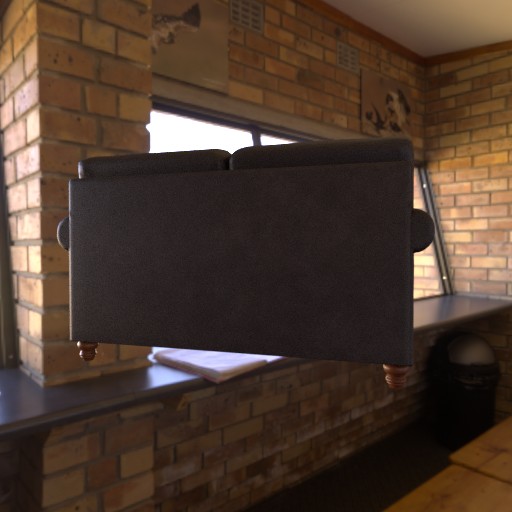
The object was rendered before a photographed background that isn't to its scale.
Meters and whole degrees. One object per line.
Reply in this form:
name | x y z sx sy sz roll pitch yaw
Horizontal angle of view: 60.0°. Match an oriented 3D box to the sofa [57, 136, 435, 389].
sofa | 0.000 0.000 2.323 1.663 0.979 1.030 0 1 17
